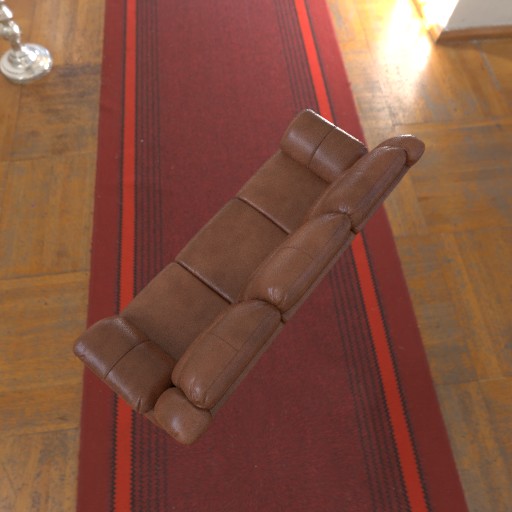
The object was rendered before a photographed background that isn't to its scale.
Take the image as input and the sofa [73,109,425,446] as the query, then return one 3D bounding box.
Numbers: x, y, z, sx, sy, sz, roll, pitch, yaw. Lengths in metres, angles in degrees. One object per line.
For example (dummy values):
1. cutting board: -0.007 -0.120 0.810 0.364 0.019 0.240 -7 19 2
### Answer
1. sofa: 0.000 0.000 2.894 0.991 1.043 2.337 36 70 15
